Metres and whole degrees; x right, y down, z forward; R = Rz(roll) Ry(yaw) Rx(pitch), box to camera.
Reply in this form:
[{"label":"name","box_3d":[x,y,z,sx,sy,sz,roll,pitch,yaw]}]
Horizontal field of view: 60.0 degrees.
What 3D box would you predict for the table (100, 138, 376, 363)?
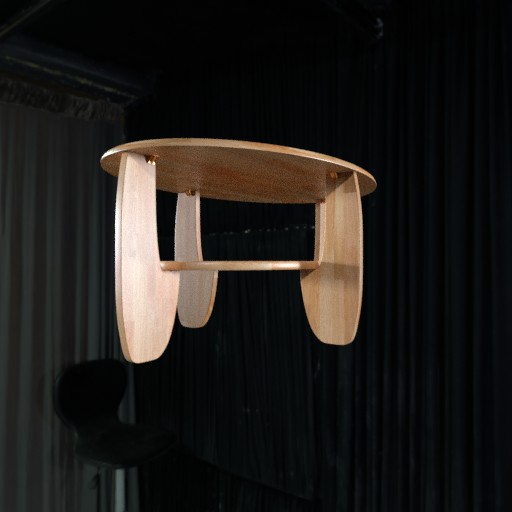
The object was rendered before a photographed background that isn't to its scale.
[{"label":"table","box_3d":[0.000,0.000,1.386,0.690,0.490,1.040,0,-1,35]}]
